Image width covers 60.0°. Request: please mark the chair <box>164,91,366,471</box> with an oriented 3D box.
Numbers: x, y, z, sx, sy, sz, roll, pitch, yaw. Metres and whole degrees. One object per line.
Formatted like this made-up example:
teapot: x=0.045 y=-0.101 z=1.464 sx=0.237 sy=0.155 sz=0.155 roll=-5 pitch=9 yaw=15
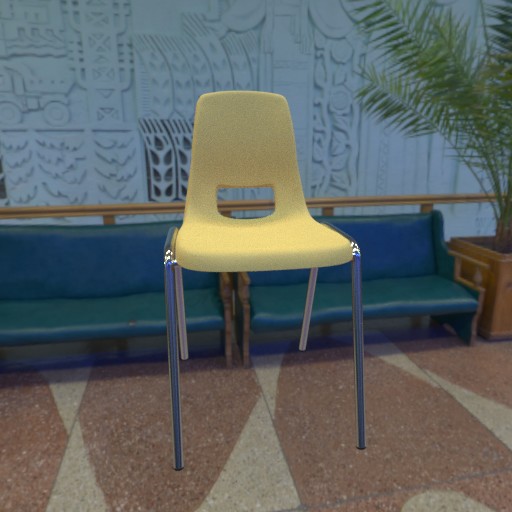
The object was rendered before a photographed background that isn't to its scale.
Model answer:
chair: x=0.000 y=0.000 z=0.963 sx=0.381 sy=0.704 sz=0.436 roll=-3 pitch=16 yaw=-9
